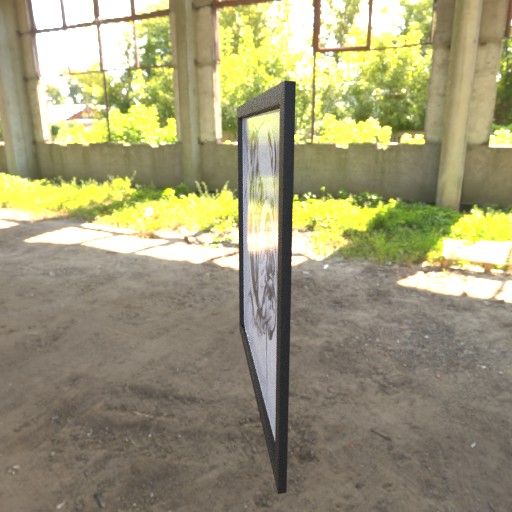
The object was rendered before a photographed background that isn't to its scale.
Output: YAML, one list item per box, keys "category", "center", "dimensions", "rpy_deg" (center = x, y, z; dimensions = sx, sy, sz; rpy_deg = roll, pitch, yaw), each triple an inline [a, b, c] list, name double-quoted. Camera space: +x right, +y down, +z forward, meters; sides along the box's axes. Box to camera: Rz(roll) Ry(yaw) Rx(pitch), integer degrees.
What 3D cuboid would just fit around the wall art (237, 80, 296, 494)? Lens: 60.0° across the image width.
- category: "wall art"
  center: [0.000, 0.000, 0.982]
  dimensions: [0.016, 0.659, 0.663]
  rpy_deg: [-2, 16, -7]
